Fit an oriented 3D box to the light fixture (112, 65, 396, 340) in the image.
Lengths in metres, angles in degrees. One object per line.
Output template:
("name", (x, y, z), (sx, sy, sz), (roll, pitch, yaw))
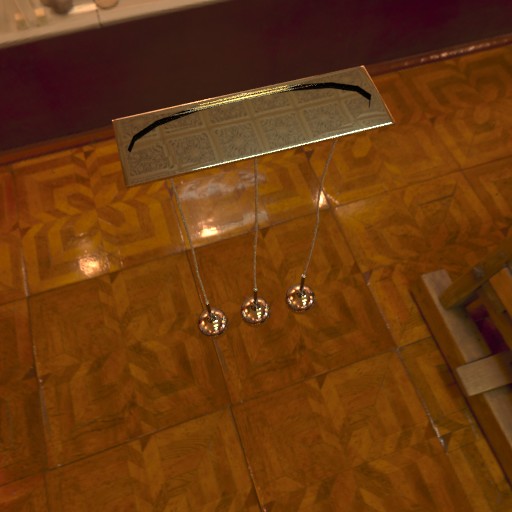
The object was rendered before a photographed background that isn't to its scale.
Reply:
("light fixture", (0.000, 0.000, 1.634), (0.623, 1.408, 0.188), (-15, 65, -7))
